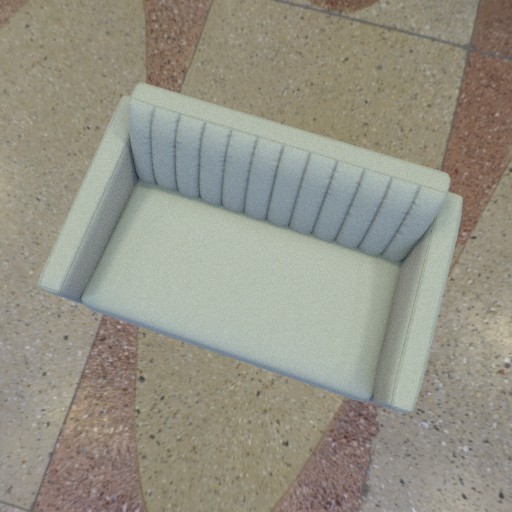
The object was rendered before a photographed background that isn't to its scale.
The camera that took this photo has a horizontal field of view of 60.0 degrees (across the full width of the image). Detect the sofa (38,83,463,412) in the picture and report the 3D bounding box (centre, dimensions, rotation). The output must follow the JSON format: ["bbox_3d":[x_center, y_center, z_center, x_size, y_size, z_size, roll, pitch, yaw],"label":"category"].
[{"bbox_3d":[0.000,0.000,2.070,1.585,0.801,0.950,18,77,4],"label":"sofa"}]
